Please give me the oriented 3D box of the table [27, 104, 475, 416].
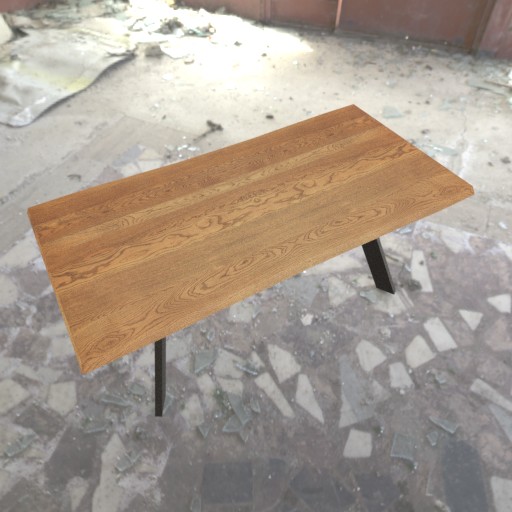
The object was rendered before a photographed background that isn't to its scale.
[{"bbox_3d":[0.000,0.000,2.241,1.800,0.770,0.900,-23,51,-20],"label":"table"}]
